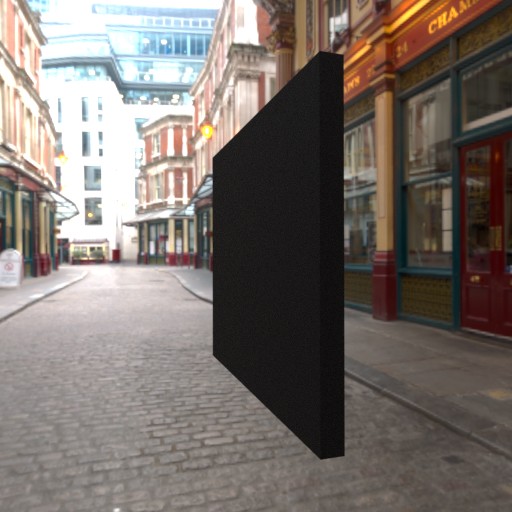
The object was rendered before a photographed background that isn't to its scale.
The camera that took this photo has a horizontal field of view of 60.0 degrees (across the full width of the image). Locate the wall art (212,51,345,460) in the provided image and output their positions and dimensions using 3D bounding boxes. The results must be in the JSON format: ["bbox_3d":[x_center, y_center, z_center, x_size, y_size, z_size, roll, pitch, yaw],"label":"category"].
[{"bbox_3d":[0.000,0.000,0.765,0.031,0.457,0.558,0,0,-18],"label":"wall art"}]
